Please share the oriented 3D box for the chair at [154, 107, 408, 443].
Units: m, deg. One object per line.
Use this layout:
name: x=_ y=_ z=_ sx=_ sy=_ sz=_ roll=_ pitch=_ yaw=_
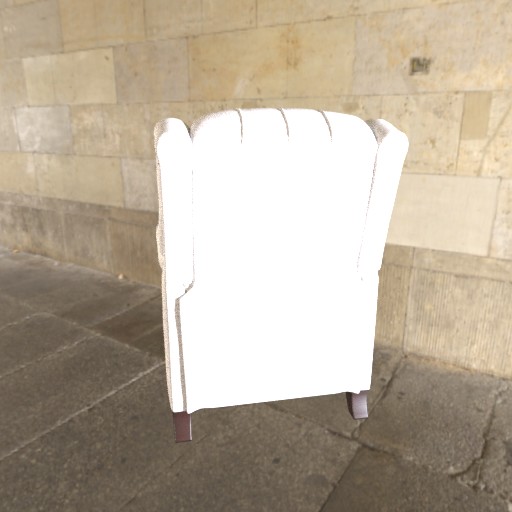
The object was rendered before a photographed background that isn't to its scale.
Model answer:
chair: x=0.000 y=0.000 z=1.668 sx=0.742 sy=1.035 sz=0.902 roll=-3 pitch=17 yaw=-11
